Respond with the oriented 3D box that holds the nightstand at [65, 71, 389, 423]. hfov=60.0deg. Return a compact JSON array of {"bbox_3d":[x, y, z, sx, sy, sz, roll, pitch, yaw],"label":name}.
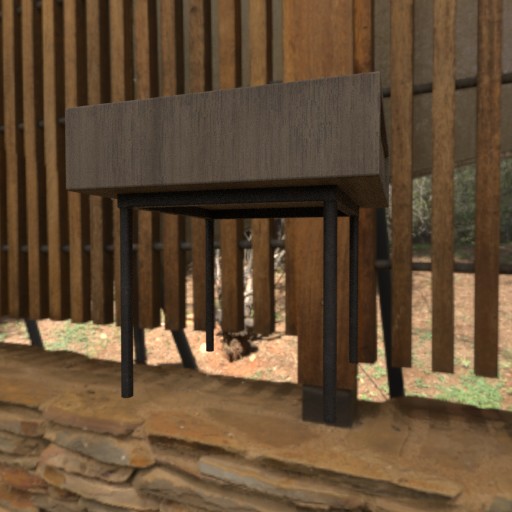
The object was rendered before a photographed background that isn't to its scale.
[{"bbox_3d":[0.000,0.000,0.897,0.503,0.497,0.502,0,1,18],"label":"nightstand"}]
